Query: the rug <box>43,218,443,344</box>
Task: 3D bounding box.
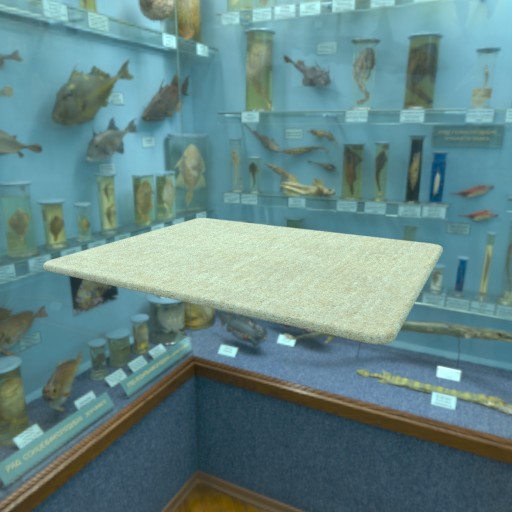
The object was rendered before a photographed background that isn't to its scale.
[{"bbox_3d":[0.000,0.000,3.484,2.528,0.048,2.009,9,18,28],"label":"rug"}]
